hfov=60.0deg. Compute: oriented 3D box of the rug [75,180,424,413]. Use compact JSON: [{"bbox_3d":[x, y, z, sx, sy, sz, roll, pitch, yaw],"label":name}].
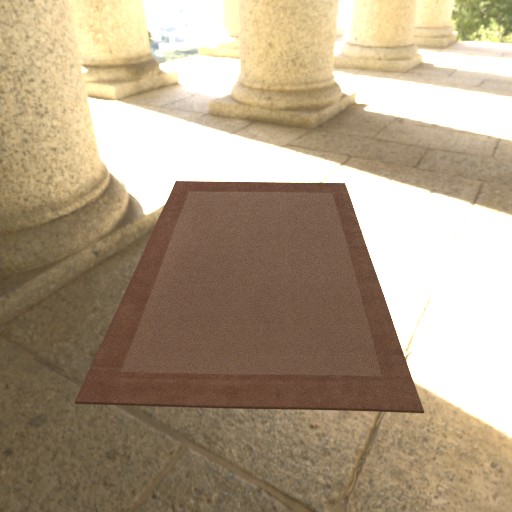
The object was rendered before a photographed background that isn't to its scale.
[{"bbox_3d":[0.000,0.000,2.948,1.524,0.014,2.438,1,33,1],"label":"rug"}]
